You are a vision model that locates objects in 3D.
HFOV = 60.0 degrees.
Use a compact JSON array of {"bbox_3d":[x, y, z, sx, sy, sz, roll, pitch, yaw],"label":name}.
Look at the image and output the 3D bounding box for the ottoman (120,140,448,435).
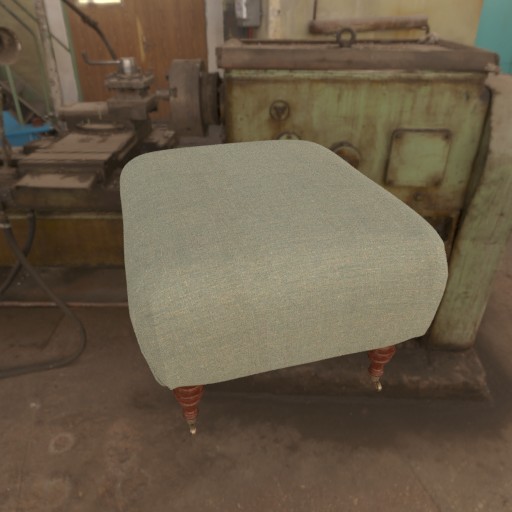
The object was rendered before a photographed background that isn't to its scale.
[{"bbox_3d":[0.000,0.000,1.129,0.622,0.450,0.747,-8,32,-14],"label":"ottoman"}]
